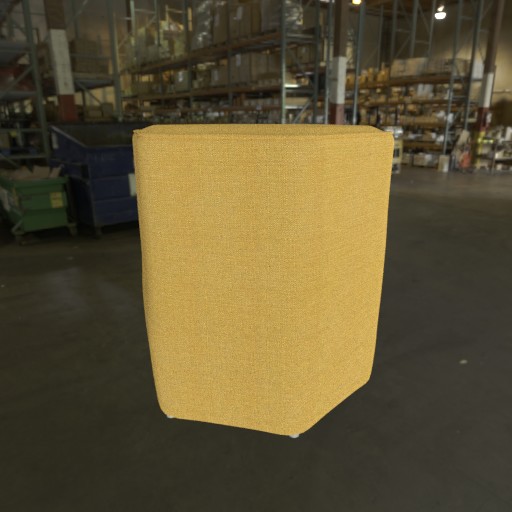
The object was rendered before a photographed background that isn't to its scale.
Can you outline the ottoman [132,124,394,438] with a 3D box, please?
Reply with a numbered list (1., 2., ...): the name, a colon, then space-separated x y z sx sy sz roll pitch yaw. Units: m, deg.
1. ottoman: 0.000 0.000 0.886 0.443 0.502 0.494 16 23 41
